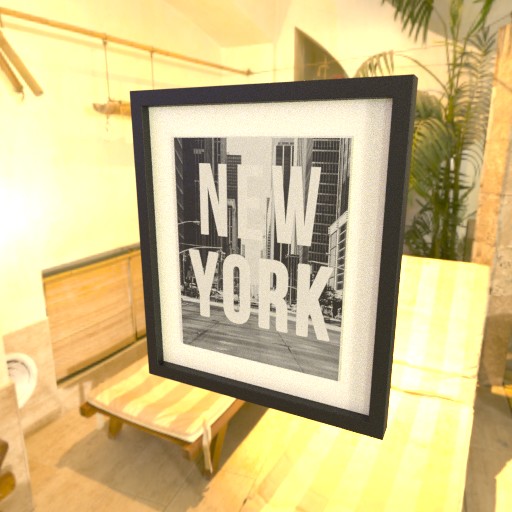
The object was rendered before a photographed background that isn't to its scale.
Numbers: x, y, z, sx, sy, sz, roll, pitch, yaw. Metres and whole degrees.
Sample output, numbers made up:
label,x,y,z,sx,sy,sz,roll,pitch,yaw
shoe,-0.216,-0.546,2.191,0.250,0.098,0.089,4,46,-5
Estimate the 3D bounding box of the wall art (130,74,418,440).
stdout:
label,x,y,z,sx,sy,sz,roll,pitch,yaw
wall art,0.000,0.000,0.526,0.328,0.381,0.028,7,17,25
